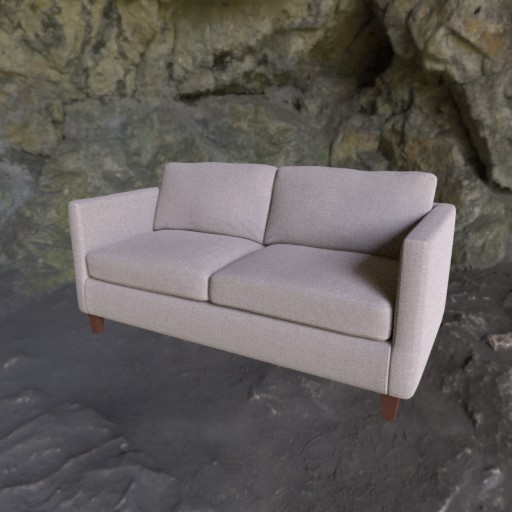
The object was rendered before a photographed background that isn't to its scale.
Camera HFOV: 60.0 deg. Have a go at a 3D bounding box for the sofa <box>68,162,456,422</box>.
[{"bbox_3d":[0.000,0.000,2.415,1.884,0.947,0.951,8,18,28],"label":"sofa"}]
